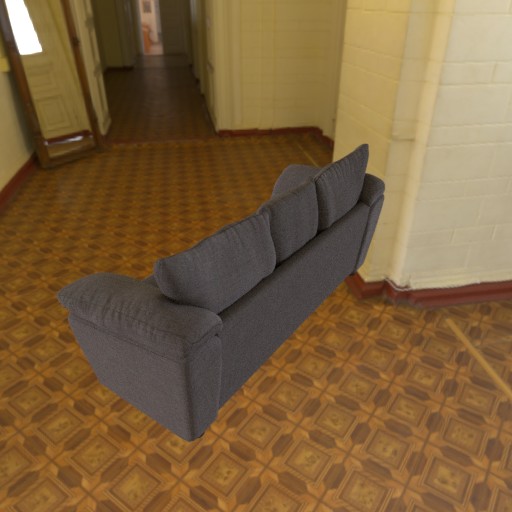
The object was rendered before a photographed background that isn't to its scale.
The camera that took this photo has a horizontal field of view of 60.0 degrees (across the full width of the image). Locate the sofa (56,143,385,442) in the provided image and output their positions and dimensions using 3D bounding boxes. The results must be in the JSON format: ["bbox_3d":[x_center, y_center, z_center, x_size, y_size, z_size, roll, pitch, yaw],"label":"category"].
[{"bbox_3d":[0.000,0.000,2.915,0.883,1.080,2.336,20,36,30],"label":"sofa"}]
